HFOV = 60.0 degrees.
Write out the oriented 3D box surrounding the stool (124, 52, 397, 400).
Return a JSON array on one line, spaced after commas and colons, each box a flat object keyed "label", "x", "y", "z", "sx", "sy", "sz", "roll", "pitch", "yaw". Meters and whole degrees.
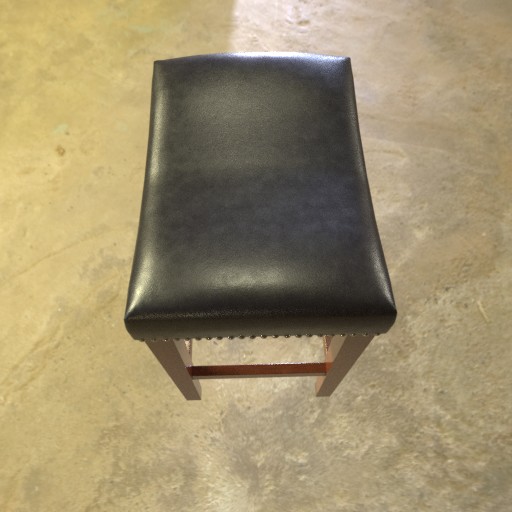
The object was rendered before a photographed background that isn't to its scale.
[{"label": "stool", "x": 0.000, "y": 0.000, "z": 0.947, "sx": 0.372, "sy": 0.654, "sz": 0.504, "roll": -1, "pitch": 63, "yaw": -1}]
